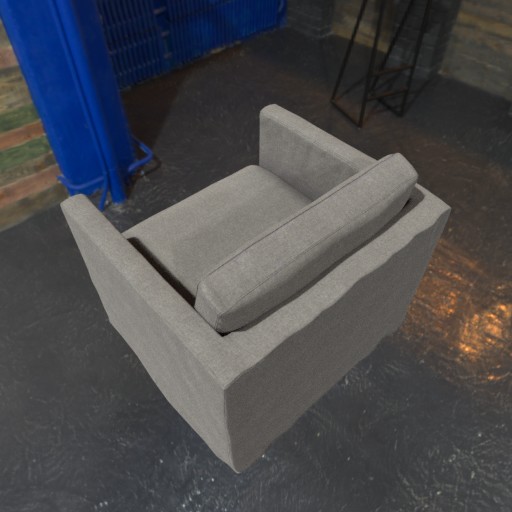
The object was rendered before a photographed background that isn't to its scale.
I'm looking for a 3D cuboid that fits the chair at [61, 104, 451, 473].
[{"bbox_3d":[0.000,0.000,1.730,1.057,0.863,0.949,-33,56,-26],"label":"chair"}]
